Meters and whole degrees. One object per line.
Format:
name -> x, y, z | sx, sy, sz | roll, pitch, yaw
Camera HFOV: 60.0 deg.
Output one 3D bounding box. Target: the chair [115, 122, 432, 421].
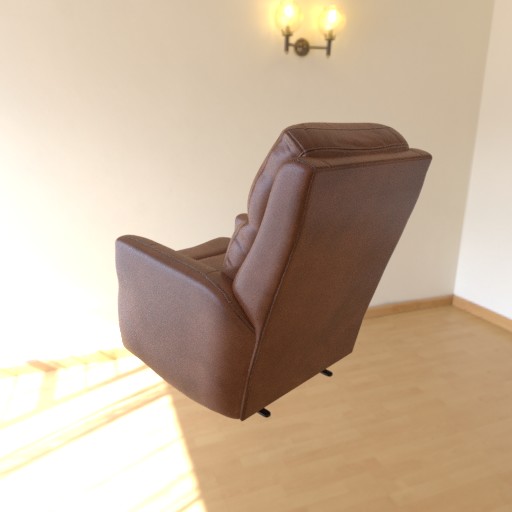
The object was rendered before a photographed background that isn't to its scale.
chair -> 0.000, 0.000, 1.768 | 1.072, 1.016, 0.821 | 16, 22, 43
